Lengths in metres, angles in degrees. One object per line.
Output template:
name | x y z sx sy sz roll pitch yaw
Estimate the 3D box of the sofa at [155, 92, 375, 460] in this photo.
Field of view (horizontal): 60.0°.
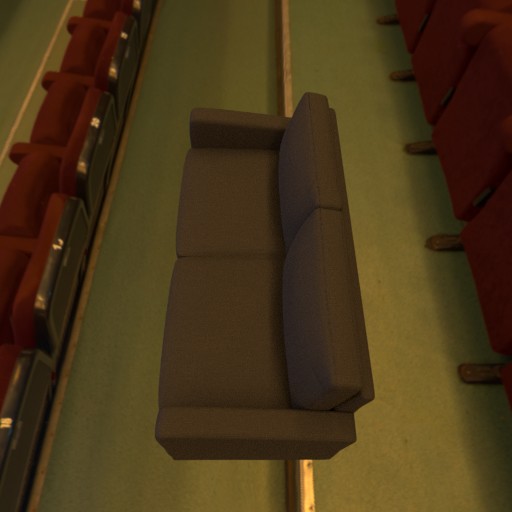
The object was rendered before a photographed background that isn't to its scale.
sofa | 0.000 0.000 2.316 0.898 0.839 1.852 0 58 0
